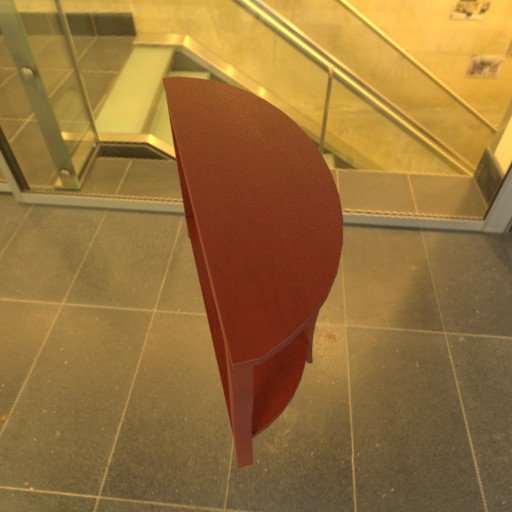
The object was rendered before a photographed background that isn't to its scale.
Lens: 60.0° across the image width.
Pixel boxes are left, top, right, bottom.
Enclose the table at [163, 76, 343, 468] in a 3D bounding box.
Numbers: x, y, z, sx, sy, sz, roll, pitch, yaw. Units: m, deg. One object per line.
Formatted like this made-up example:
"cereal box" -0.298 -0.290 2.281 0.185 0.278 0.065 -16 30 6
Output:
"table" 0.000 0.000 1.564 0.405 0.779 1.219 -11 48 -10
